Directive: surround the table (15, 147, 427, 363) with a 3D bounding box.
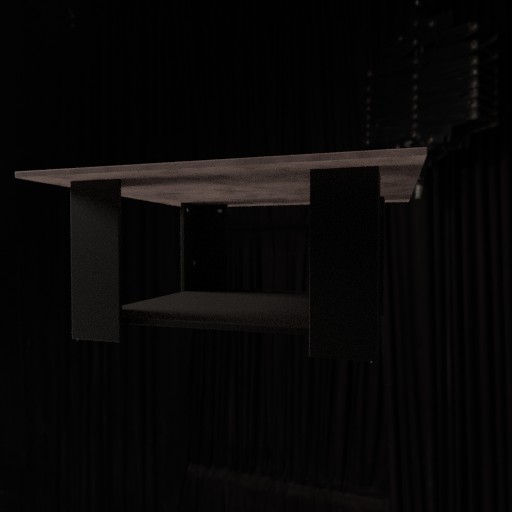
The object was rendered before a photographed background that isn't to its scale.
[{"bbox_3d":[0.000,0.000,0.995,0.670,0.305,0.670,0,2,17],"label":"table"}]
